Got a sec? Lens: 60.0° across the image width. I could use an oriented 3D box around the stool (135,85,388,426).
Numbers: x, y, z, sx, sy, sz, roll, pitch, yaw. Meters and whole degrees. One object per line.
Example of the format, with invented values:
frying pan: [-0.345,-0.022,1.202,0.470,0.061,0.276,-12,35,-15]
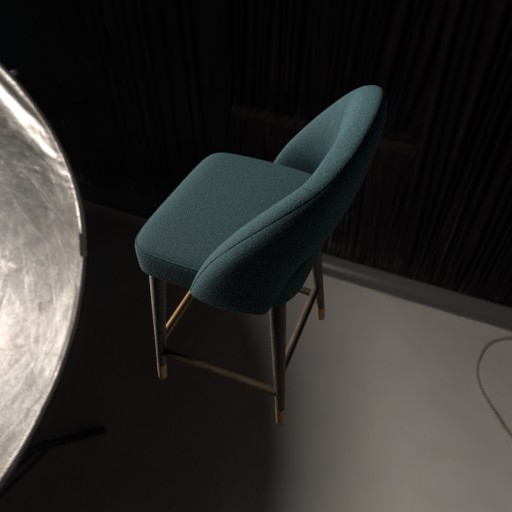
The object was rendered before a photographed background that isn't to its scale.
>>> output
stool: [0.000,0.000,1.236,0.522,0.939,0.536,16,48,16]
